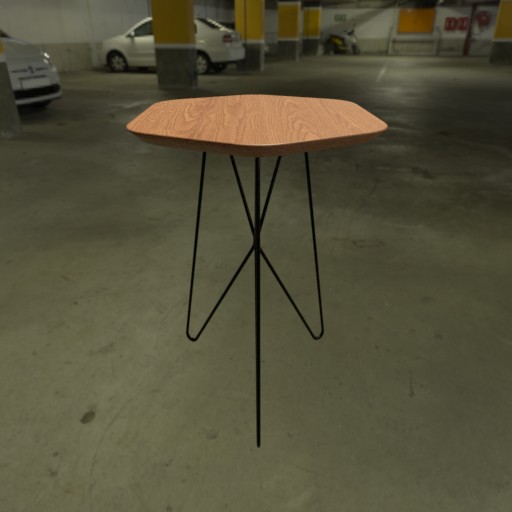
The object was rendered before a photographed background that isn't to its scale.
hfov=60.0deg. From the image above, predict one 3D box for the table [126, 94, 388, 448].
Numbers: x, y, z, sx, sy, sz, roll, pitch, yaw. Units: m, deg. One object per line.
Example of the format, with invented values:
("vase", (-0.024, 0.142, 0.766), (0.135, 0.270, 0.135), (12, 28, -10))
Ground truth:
("table", (0.000, 0.000, 0.901), (0.400, 0.562, 0.500), (-1, 27, -1))
